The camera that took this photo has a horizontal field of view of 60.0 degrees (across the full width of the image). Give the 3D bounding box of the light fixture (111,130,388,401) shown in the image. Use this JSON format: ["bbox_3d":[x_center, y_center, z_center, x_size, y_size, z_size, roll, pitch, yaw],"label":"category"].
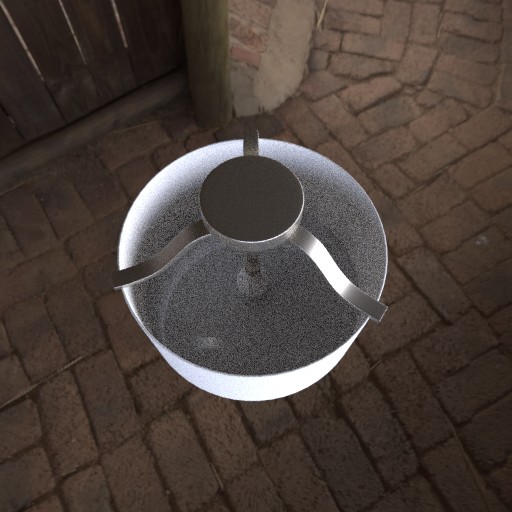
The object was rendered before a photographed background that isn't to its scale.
[{"bbox_3d":[0.000,0.000,0.663,0.395,0.304,0.395,0,63,0],"label":"light fixture"}]
